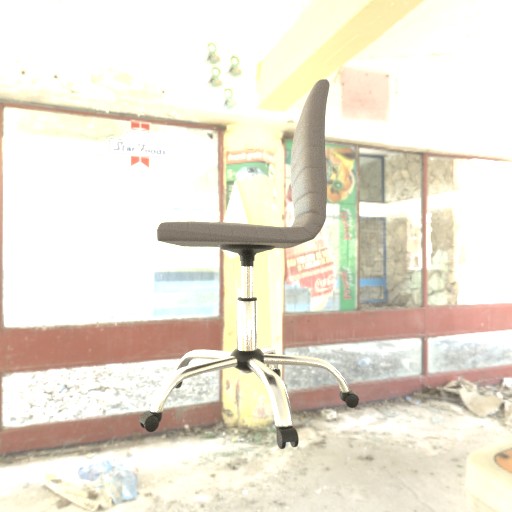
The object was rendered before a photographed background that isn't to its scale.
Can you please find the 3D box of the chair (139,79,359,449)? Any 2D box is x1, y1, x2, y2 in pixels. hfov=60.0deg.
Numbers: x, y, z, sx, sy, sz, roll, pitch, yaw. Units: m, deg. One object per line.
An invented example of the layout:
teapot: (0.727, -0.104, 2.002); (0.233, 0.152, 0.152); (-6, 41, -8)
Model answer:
chair: (0.000, 0.000, 1.155); (0.530, 0.780, 0.556); (0, -1, 0)
